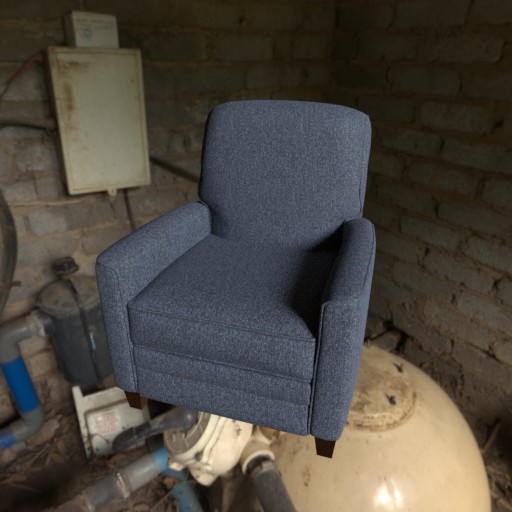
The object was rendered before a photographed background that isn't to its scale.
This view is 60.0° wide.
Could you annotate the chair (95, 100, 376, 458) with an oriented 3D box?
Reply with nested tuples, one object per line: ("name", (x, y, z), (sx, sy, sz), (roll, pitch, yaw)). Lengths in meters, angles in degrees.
("chair", (0.000, 0.000, 1.628), (0.839, 1.016, 0.850), (8, 26, 16))
